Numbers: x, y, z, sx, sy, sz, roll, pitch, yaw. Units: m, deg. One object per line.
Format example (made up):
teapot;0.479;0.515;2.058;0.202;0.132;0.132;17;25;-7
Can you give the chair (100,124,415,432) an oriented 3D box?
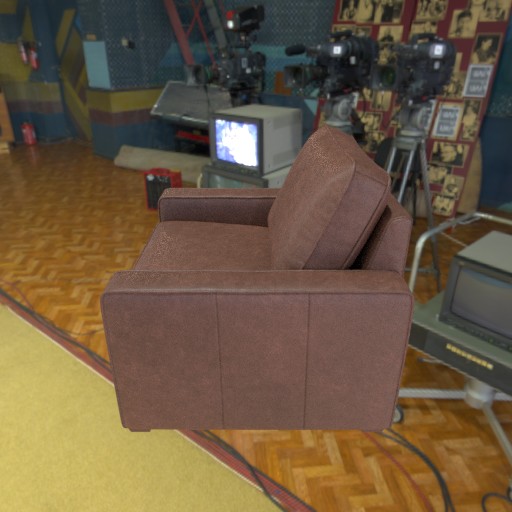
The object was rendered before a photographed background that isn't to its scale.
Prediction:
chair;0.000;0.000;1.765;0.940;0.919;1.017;0;26;0
